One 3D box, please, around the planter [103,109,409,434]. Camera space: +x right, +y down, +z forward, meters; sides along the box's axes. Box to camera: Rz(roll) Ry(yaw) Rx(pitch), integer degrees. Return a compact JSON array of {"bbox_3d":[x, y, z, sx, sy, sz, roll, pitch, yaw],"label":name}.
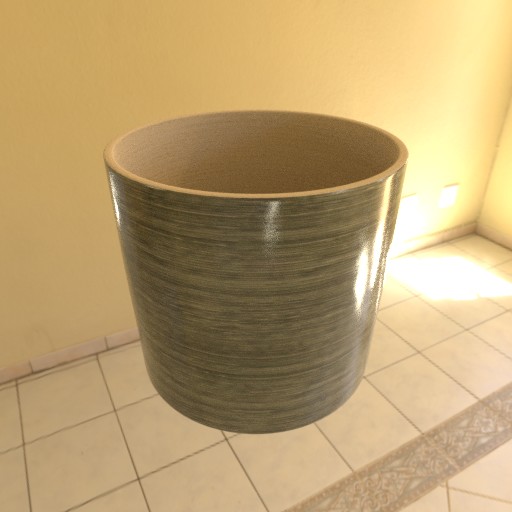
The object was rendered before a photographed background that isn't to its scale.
[{"bbox_3d":[0.000,0.000,0.385,0.221,0.201,0.221,0,30,0],"label":"planter"}]
